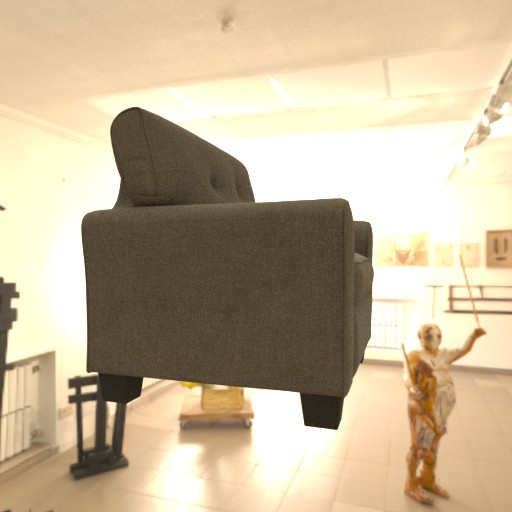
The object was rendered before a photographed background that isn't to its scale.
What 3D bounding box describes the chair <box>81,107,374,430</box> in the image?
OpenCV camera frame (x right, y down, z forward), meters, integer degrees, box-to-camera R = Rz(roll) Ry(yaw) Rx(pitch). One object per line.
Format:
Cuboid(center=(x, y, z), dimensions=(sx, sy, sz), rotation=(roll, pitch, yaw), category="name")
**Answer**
Cuboid(center=(0.000, 0.000, 1.627), dimensions=(0.816, 0.890, 0.941), rotation=(0, 0, 18), category="chair")
